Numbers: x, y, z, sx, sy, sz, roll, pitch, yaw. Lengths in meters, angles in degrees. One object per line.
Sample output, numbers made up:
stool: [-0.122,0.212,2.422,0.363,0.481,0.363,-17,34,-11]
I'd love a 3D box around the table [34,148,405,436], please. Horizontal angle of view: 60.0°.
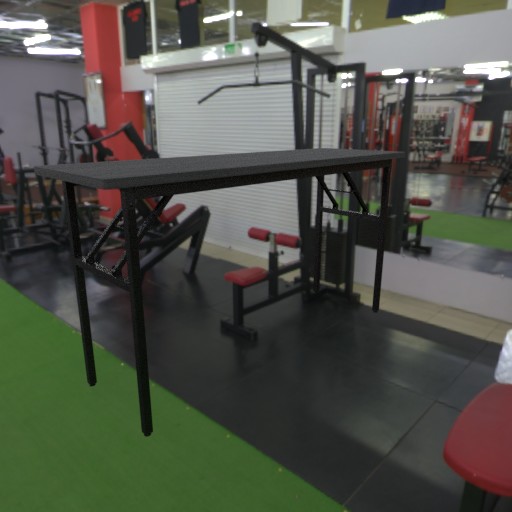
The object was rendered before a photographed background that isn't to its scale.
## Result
table: [0.000,0.000,1.726,1.399,0.750,0.449,-16,23,-42]
